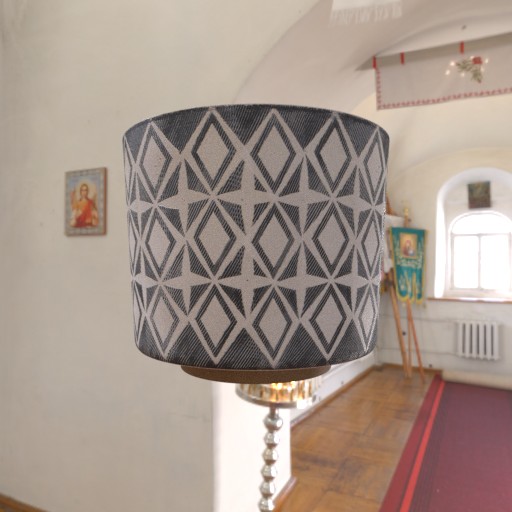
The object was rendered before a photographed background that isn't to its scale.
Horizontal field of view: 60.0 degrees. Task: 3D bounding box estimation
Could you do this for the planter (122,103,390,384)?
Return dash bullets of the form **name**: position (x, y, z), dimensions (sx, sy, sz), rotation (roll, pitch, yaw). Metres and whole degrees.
- **planter**: position (0.000, 0.000, 0.450), dimensions (0.260, 0.220, 0.260), rotation (0, -1, 0)
